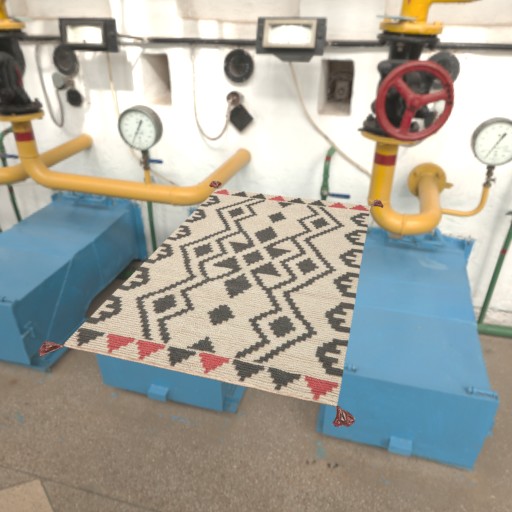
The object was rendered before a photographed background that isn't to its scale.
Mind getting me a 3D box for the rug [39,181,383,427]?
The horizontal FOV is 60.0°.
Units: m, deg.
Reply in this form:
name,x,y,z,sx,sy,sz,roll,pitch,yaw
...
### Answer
name,x,y,z,sx,sy,sz,roll,pitch,yaw
rug,0.000,0.000,3.279,1.741,0.066,2.672,8,31,14
